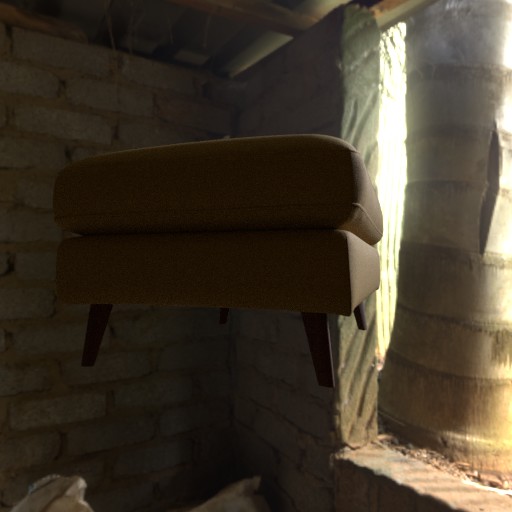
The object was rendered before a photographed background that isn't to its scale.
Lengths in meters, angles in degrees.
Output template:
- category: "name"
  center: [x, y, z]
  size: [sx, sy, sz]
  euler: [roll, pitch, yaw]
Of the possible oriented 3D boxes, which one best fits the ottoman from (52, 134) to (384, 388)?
- category: "ottoman"
  center: [0.000, 0.000, 1.137]
  size: [0.608, 0.449, 0.811]
  euler: [0, -1, 18]
